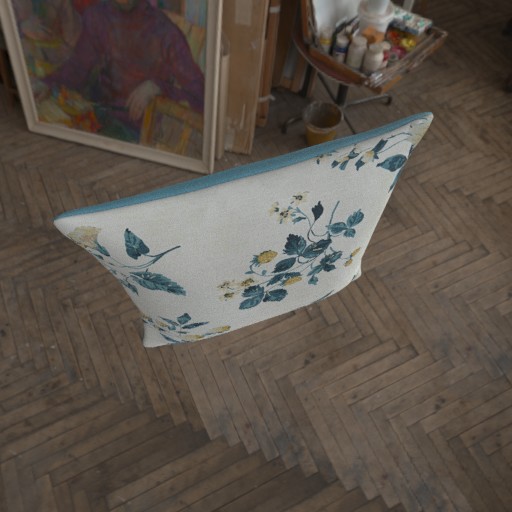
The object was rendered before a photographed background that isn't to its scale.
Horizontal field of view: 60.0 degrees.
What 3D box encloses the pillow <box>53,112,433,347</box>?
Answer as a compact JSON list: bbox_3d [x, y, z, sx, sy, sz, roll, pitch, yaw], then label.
[{"bbox_3d":[0.000,0.000,0.796,0.526,0.507,0.166,-17,64,-9],"label":"pillow"}]
